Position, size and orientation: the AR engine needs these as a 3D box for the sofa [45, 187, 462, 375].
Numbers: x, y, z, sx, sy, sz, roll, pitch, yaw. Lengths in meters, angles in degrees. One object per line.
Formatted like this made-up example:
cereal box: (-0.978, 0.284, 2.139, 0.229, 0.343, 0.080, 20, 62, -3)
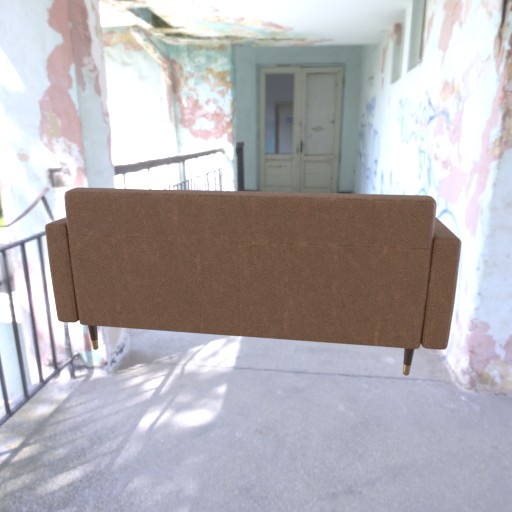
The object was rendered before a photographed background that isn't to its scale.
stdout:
sofa: (0.000, 0.000, 2.422, 1.847, 0.821, 0.993, 3, 17, 9)
